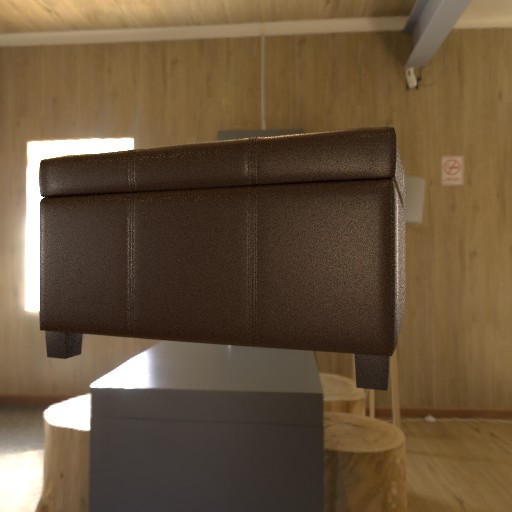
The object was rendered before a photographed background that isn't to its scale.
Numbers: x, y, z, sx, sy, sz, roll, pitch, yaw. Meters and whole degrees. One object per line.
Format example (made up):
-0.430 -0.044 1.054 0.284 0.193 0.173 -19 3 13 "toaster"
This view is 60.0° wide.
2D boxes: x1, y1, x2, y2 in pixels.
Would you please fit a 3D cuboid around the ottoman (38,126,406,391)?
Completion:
0.000 0.000 1.235 0.788 0.460 0.787 0 0 20 "ottoman"
